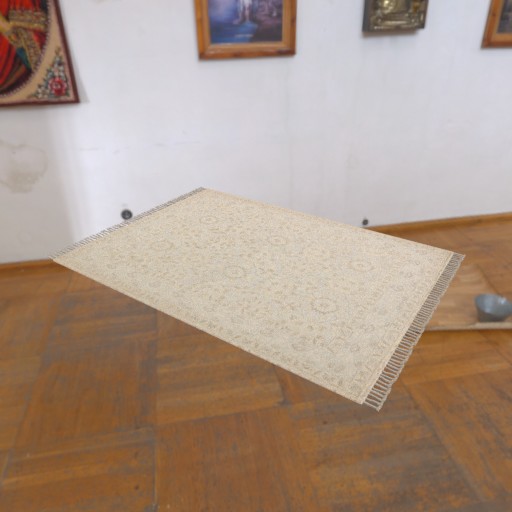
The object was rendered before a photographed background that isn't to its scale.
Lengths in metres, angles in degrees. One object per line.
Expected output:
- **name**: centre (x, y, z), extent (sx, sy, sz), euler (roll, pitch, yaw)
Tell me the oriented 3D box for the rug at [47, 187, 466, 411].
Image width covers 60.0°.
- **rug**: centre (0.000, 0.000, 2.271), extent (1.771, 0.015, 1.223), euler (18, 34, 29)
